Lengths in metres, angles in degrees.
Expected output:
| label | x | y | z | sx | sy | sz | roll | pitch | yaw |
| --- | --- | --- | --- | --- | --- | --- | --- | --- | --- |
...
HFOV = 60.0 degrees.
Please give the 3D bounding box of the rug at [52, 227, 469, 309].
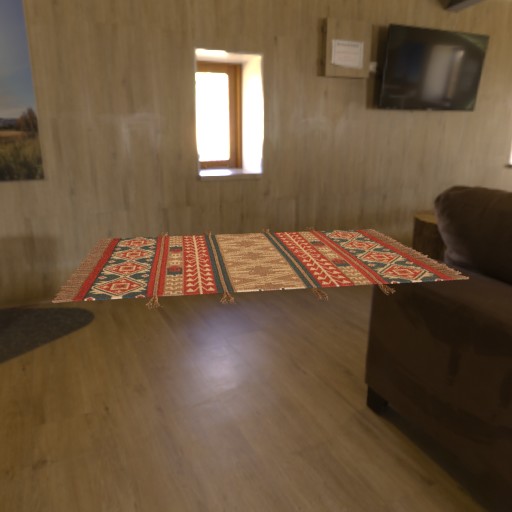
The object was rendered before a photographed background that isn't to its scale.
| label | x | y | z | sx | sy | sz | roll | pitch | yaw |
| --- | --- | --- | --- | --- | --- | --- | --- | --- | --- |
| rug | 0.000 | 0.000 | 2.671 | 2.025 | 0.040 | 1.469 | -2 | 15 | -9 |
